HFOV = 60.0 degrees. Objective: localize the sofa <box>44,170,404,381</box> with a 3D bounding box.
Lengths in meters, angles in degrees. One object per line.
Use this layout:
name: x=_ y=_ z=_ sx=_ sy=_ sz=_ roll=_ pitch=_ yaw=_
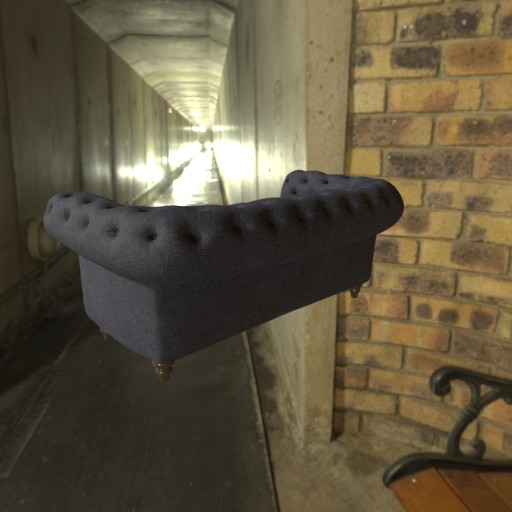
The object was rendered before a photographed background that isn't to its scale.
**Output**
sofa: x=0.000 y=0.000 z=2.572 sx=1.988 sy=0.833 sz=1.082 roll=-15 pitch=22 yaw=-41
